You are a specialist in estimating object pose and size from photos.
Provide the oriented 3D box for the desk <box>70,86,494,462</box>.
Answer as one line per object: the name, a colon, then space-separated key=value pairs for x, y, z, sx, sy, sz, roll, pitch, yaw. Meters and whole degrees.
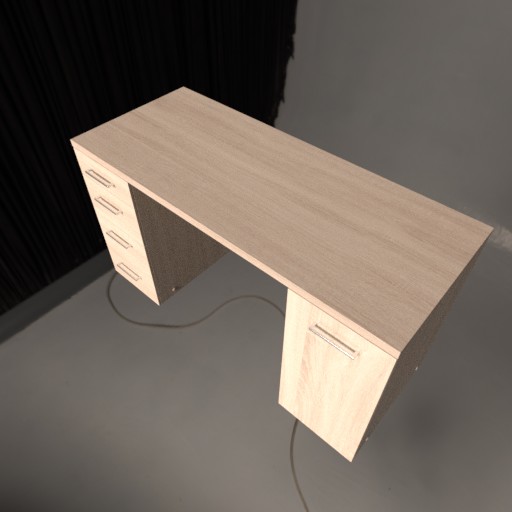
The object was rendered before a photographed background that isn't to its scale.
desk: x=0.000 y=0.000 z=1.762 sx=1.390 sy=0.740 sz=0.600 roll=33 pitch=55 yaw=27
